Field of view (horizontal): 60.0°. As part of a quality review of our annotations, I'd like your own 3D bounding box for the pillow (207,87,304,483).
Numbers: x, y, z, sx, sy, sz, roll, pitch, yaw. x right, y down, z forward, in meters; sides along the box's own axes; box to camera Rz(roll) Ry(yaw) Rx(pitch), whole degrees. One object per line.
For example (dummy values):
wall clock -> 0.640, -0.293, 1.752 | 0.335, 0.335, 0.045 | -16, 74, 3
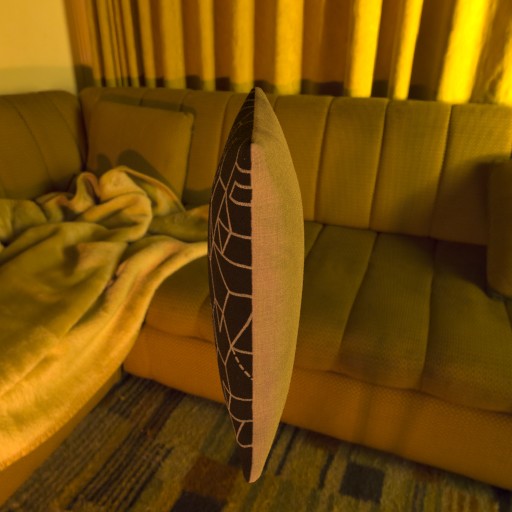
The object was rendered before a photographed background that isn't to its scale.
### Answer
pillow -> 0.000, 0.000, 0.775 | 0.158, 0.508, 0.517 | 0, 26, 0
